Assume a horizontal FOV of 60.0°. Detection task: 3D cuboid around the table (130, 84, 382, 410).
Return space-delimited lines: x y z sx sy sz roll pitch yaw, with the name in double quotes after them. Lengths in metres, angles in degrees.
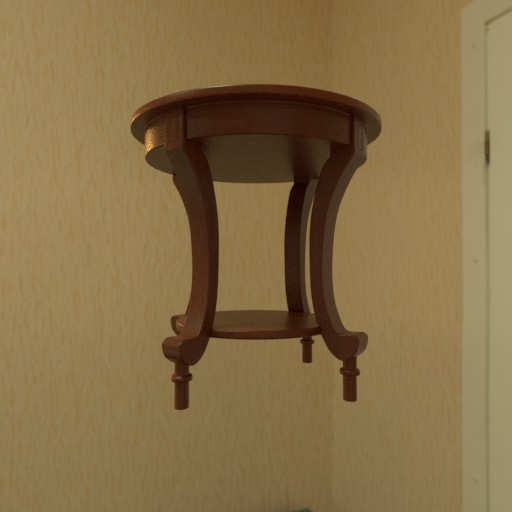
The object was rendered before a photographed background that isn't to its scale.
0.000 0.000 1.089 0.597 0.612 0.597 0 -1 0 "table"
